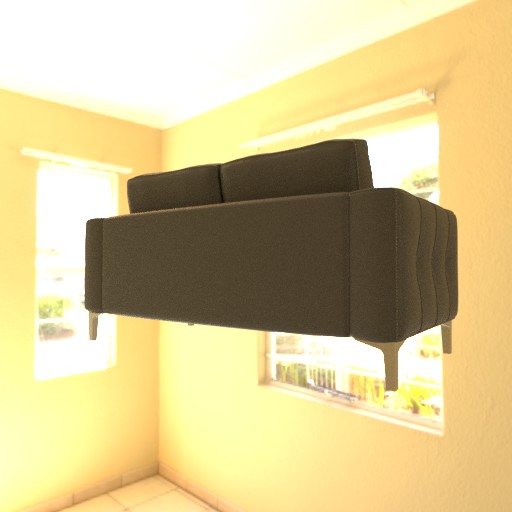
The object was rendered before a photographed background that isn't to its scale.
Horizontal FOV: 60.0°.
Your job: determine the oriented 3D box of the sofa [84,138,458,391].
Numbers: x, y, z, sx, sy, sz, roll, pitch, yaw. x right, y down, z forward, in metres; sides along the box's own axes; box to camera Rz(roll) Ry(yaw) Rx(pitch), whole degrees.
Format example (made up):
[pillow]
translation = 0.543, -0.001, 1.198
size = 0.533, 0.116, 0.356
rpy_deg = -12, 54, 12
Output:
[sofa]
translation = 0.000, 0.000, 2.199
size = 1.726, 0.892, 0.833
rpy_deg = -1, -2, 36
